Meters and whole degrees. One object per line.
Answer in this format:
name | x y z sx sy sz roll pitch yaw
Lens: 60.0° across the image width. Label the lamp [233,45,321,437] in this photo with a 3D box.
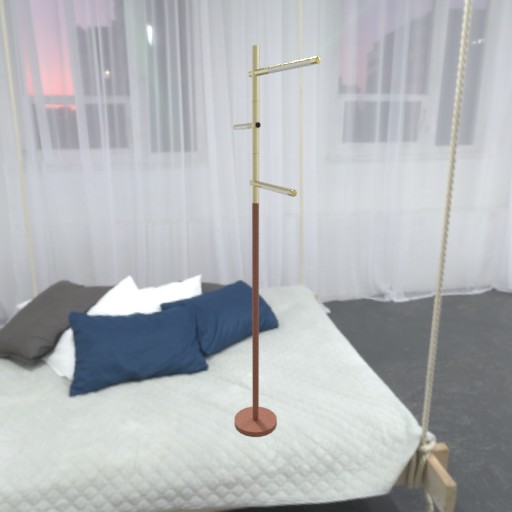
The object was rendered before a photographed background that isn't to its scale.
lamp | 0.000 0.000 1.955 0.209 1.704 0.737 -8 17 -28
